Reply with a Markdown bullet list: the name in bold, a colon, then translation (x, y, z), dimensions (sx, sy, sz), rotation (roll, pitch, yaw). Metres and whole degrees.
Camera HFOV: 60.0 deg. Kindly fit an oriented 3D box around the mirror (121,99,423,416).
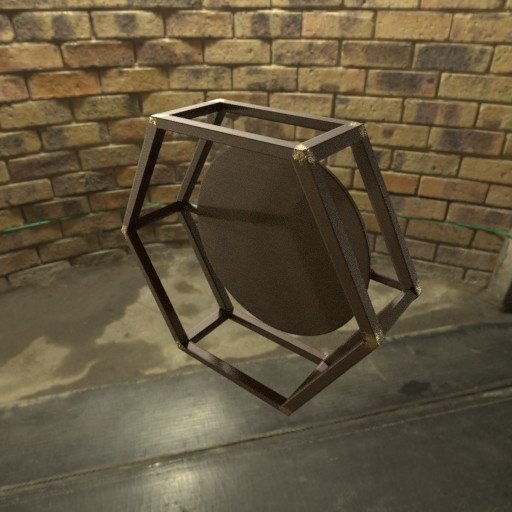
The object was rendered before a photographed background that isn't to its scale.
- **mirror**: translation (0.000, 0.000, 0.550), dimensions (0.380, 0.334, 0.119), rotation (22, 37, 32)
